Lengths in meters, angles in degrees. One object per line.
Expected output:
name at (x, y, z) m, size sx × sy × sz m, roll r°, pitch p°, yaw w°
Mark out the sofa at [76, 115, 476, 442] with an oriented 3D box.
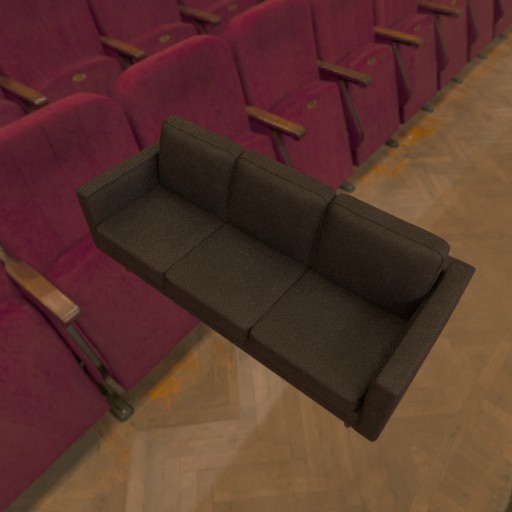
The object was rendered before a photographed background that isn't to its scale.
sofa at (0.000, 0.000, 2.496) m, size 2.029 × 0.899 × 0.879 m, roll 30°, pitch 54°, yaw 25°
